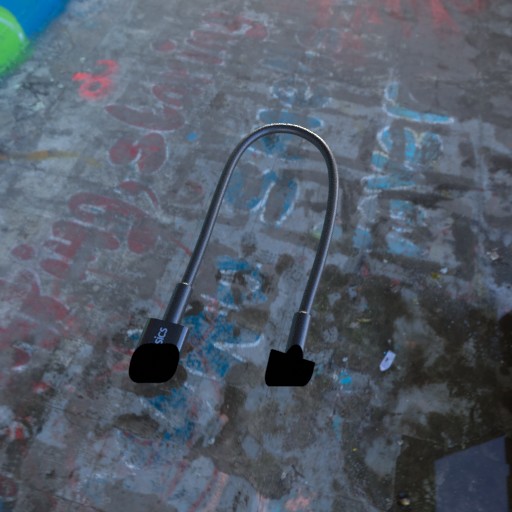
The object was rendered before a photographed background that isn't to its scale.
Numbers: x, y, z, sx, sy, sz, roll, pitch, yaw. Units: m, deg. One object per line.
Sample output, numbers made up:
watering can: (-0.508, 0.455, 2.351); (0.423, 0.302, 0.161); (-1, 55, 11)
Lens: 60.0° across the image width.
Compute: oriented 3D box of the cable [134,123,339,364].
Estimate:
cable: (0.000, 0.000, 0.115); (0.040, 0.006, 0.098); (13, 60, 8)
